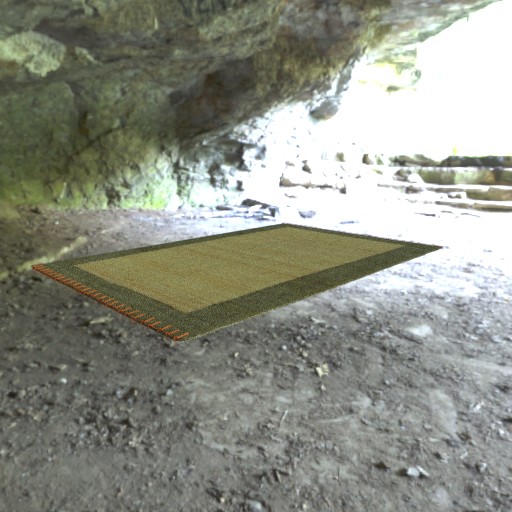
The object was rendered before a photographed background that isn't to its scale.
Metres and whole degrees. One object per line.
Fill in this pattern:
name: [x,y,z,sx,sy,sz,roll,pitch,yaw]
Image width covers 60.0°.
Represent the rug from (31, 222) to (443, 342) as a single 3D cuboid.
rug: [0.000,0.000,2.306,1.838,0.019,1.220,-13,19,-43]
